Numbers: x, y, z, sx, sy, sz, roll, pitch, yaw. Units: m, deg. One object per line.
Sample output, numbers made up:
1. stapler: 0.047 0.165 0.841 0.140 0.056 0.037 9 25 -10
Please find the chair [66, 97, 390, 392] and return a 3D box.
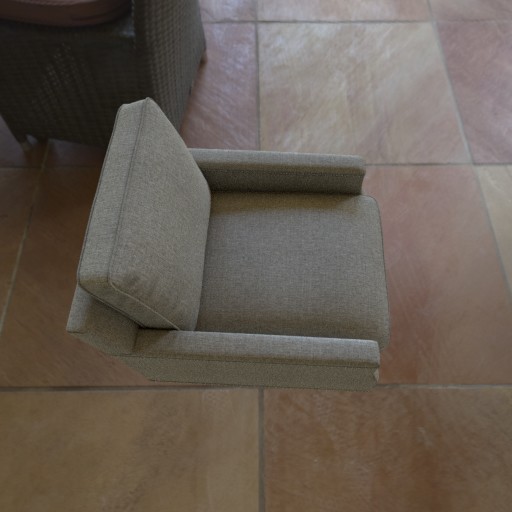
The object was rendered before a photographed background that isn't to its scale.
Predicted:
1. chair: 0.000 0.000 1.683 1.014 0.943 0.853 2 64 1
